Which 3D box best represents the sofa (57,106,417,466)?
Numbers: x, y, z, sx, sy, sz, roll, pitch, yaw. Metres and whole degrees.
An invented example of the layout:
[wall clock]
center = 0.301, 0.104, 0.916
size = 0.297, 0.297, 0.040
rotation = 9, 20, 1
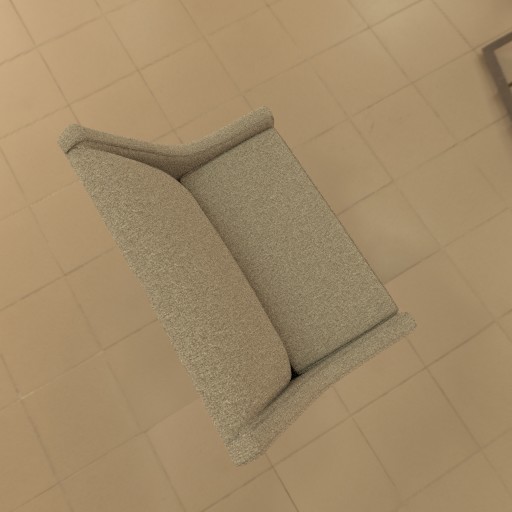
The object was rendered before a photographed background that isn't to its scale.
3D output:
[sofa]
center = 0.000, 0.000, 1.893
size = 0.862, 1.026, 1.242
rotation = -31, 78, -7
